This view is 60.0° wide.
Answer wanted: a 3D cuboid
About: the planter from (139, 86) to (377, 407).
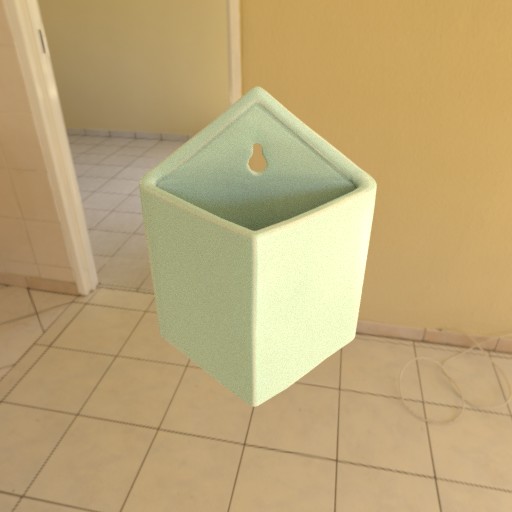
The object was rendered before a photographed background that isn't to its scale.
[{"bbox_3d":[0.000,0.000,0.290,0.164,0.197,0.079,1,31,1],"label":"planter"}]
